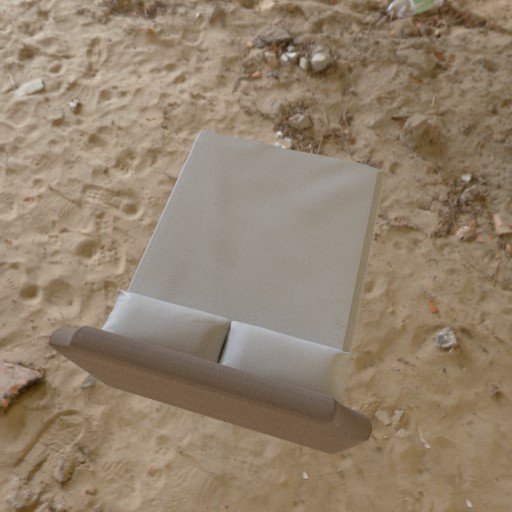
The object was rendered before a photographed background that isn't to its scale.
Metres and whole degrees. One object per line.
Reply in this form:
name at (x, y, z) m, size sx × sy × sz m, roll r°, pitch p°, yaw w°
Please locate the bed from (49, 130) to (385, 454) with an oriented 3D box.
bed at (0.000, 0.000, 3.206) m, size 1.828 × 1.303 × 2.164 m, roll 14°, pitch 64°, yaw 7°
